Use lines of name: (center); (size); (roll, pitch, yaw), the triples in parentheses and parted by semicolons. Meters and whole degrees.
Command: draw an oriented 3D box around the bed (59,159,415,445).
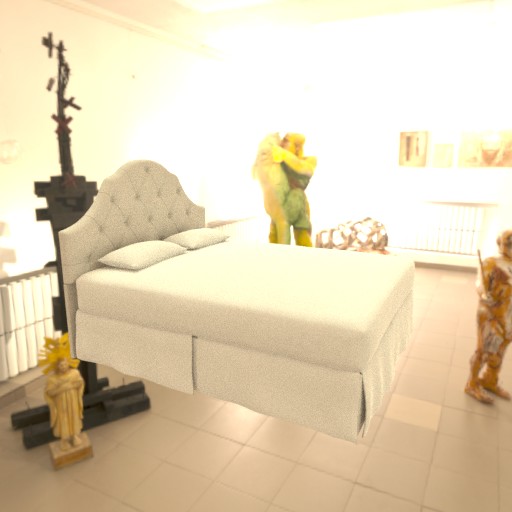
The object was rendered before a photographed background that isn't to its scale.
bed: (0.000, 0.000, 3.815); (2.477, 1.617, 2.039); (7, 15, 26)
